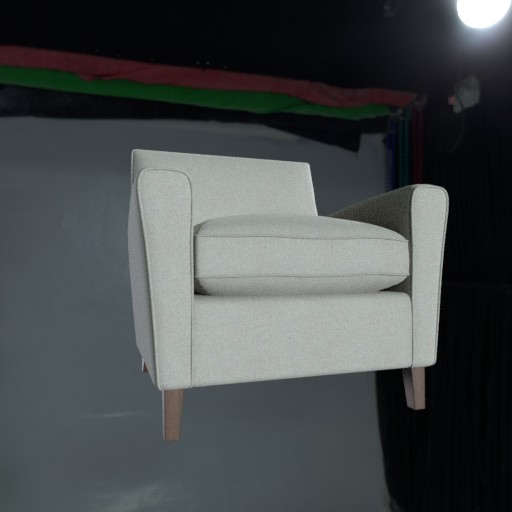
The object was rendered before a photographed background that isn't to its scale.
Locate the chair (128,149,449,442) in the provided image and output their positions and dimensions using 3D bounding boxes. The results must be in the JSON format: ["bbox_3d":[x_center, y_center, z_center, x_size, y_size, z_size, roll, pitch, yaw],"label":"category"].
[{"bbox_3d":[0.000,0.000,1.490,0.840,0.846,0.871,0,-1,-19],"label":"chair"}]
